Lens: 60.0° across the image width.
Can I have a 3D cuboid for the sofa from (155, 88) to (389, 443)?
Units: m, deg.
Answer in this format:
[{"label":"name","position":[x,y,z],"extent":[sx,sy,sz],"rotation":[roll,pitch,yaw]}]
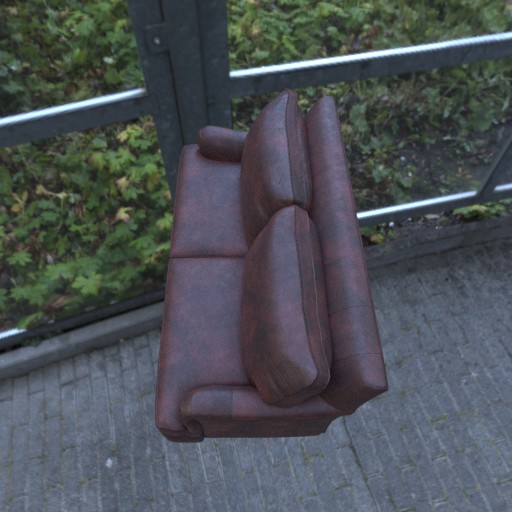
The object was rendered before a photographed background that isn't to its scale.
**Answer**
[{"label":"sofa","position":[0.000,0.000,2.874],"extent":[1.147,1.071,2.144],"rotation":[-1,57,-1]}]
